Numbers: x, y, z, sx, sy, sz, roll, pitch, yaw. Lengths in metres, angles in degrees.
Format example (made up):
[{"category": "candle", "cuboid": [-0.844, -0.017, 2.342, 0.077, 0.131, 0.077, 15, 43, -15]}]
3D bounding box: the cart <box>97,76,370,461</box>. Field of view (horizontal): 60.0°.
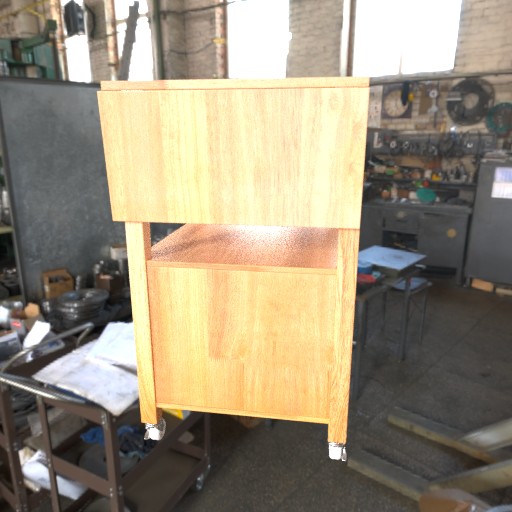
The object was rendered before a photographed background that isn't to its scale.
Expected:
[{"category": "cart", "cuboid": [0.000, 0.000, 1.205, 0.508, 0.838, 0.640, 2, 16, 8]}]
